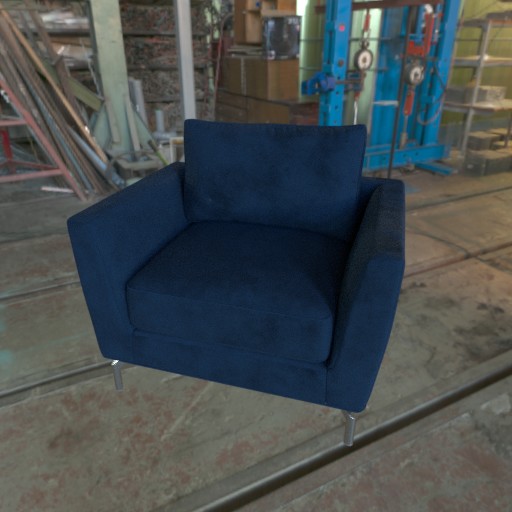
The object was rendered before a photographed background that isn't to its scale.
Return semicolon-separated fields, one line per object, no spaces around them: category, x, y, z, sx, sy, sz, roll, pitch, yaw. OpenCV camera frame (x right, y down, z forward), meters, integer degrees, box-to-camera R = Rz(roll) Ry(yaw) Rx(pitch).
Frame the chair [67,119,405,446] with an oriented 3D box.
chair;0.000;0.000;1.602;0.977;0.893;0.746;8;27;15
